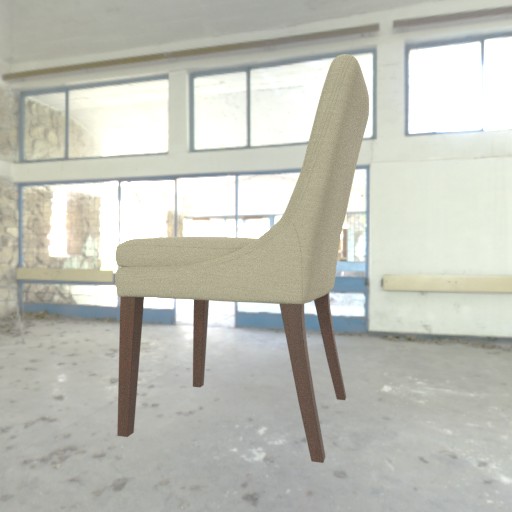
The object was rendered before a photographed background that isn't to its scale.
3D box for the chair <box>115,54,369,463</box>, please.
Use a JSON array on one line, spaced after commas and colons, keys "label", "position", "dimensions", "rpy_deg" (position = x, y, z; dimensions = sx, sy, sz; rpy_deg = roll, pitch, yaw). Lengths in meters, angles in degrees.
[{"label": "chair", "position": [0.000, 0.000, 1.294], "dimensions": [0.638, 0.940, 0.515], "rpy_deg": [0, 0, 18]}]
